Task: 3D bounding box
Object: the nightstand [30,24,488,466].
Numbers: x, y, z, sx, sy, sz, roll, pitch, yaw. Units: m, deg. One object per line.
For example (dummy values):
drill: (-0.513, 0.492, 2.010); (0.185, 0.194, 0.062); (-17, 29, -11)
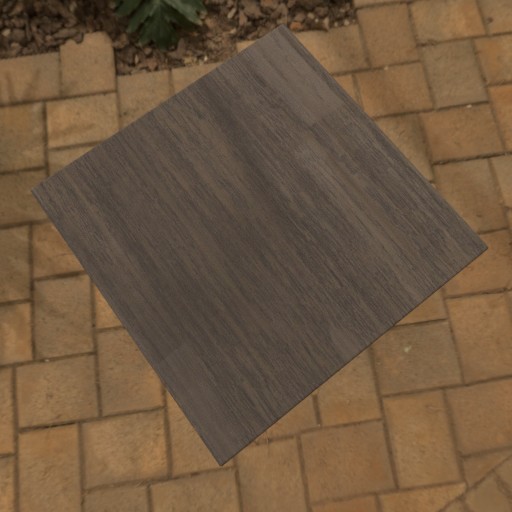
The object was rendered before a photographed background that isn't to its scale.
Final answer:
nightstand: (0.000, 0.000, 0.917); (0.503, 0.497, 0.502); (-37, 79, -8)
